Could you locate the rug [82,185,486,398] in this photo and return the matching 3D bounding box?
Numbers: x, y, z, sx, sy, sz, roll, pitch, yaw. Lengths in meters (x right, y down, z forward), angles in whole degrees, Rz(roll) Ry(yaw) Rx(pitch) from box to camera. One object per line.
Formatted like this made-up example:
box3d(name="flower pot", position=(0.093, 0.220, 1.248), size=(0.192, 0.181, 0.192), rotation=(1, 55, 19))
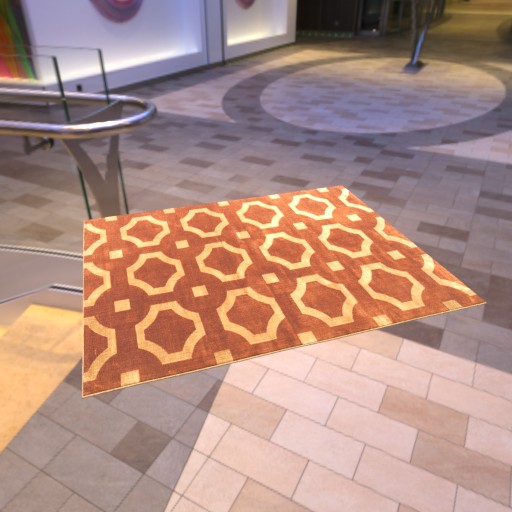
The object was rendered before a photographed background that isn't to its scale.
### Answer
box3d(name="rug", position=(0.000, 0.000, 4.112), size=(3.049, 0.021, 2.466), rotation=(-10, 33, -15))
